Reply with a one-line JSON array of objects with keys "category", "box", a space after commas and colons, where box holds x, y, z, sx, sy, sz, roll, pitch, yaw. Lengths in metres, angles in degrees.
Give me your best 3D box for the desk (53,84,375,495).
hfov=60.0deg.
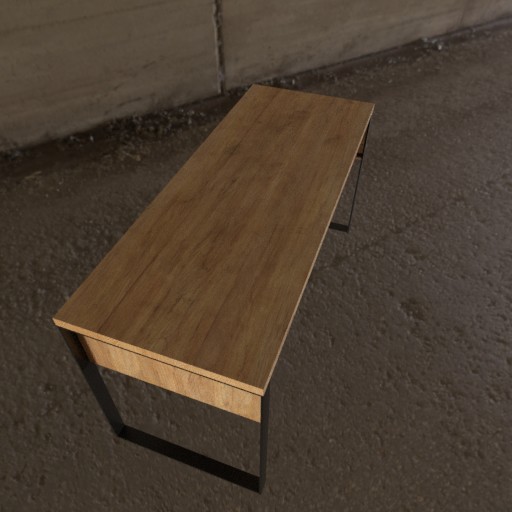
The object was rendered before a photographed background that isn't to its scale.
[{"category": "desk", "box": [0.000, 0.000, 1.875, 0.600, 0.760, 1.520, 15, 47, 14]}]
